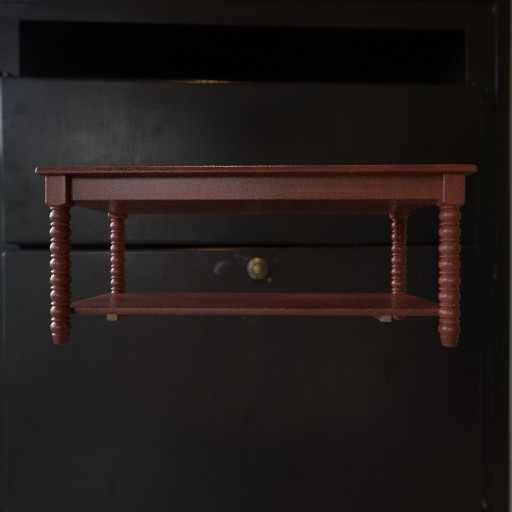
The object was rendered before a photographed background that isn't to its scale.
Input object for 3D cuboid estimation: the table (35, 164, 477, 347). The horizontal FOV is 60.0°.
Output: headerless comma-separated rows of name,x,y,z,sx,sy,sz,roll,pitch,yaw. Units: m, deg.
table,0.000,0.000,1.456,1.171,0.485,0.580,0,1,2
